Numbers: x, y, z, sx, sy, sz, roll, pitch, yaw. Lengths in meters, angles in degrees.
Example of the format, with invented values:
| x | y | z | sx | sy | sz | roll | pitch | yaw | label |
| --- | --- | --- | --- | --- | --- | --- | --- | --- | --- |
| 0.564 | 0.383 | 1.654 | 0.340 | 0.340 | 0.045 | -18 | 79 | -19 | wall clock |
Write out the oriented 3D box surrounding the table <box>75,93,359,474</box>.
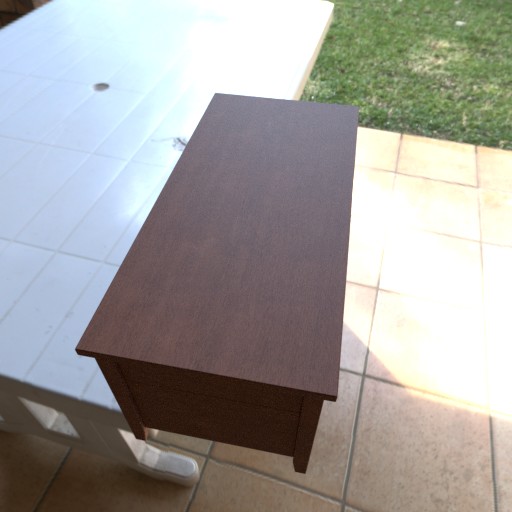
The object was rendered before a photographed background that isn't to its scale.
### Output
| x | y | z | sx | sy | sz | roll | pitch | yaw | label |
| --- | --- | --- | --- | --- | --- | --- | --- | --- | --- |
| 0.000 | 0.000 | 1.292 | 0.483 | 0.457 | 1.016 | 8 | 47 | 8 | table |
